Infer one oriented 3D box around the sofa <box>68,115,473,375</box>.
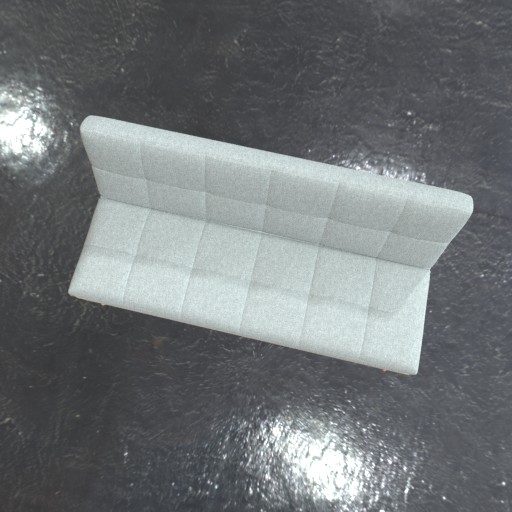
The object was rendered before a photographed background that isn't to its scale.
[{"bbox_3d":[0.000,0.000,2.260,1.820,0.800,0.800,13,76,3],"label":"sofa"}]
